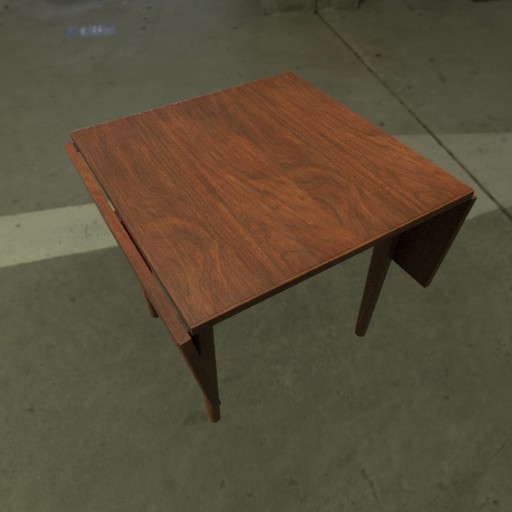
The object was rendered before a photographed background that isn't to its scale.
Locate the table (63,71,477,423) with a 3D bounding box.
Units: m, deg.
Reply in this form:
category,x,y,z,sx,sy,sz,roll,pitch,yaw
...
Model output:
category,x,y,z,sx,sy,sz,roll,pitch,yaw
table,0.000,0.000,1.477,0.843,0.763,0.812,-24,51,-21
